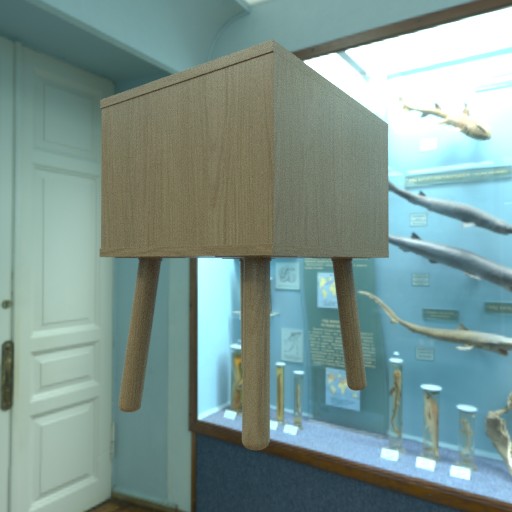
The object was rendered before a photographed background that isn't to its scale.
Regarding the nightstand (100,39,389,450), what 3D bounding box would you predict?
[{"bbox_3d":[0.000,0.000,0.881,0.380,0.571,0.450,-1,-1,36],"label":"nightstand"}]
